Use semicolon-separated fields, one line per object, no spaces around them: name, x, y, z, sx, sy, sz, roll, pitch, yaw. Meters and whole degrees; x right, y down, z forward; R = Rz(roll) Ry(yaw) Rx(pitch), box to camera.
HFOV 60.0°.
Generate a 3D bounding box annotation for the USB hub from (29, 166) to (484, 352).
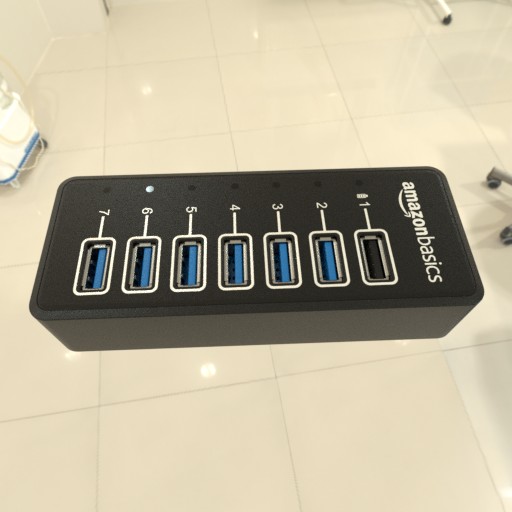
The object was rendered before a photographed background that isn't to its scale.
USB hub;0.000;0.000;0.125;0.110;0.023;0.044;-2;59;-1
